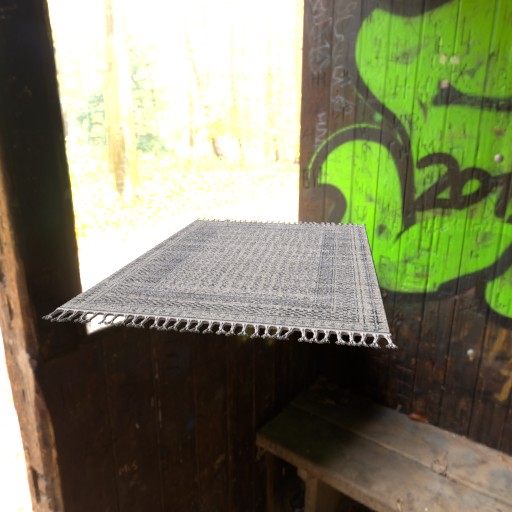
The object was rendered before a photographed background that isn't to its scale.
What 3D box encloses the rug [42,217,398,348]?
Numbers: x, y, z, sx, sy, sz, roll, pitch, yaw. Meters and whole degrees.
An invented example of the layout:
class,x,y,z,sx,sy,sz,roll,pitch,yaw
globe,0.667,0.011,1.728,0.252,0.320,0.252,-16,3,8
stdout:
class,x,y,z,sx,sy,sz,roll,pitch,yaw
rug,0.000,0.000,2.357,1.243,0.013,1.872,3,17,10
